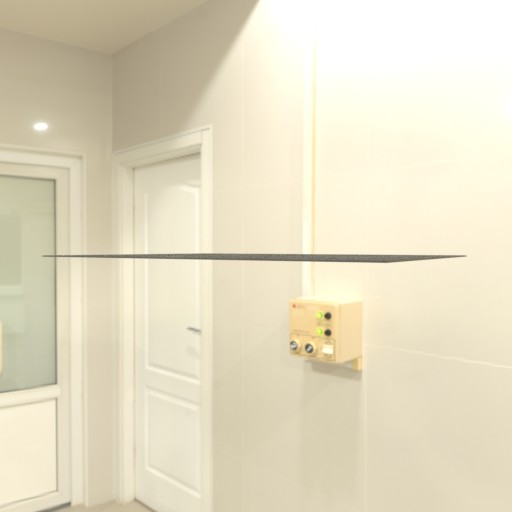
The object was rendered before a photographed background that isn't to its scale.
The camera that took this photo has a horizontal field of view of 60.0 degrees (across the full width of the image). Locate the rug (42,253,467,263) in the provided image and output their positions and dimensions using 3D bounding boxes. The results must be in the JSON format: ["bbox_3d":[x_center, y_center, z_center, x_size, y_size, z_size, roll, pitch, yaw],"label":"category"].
[{"bbox_3d":[0.000,0.000,2.865,2.235,0.008,1.600,1,1,35],"label":"rug"}]
